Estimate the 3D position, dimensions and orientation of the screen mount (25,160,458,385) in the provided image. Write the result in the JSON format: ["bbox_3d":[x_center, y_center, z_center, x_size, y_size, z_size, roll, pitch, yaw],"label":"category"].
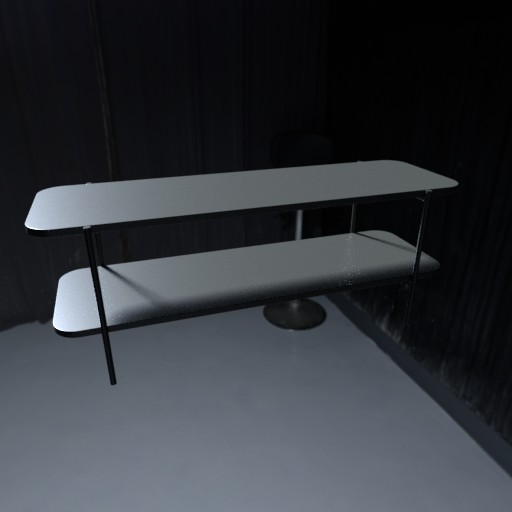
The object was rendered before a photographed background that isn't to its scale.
[{"bbox_3d":[0.000,0.000,1.388,1.200,0.447,0.400,-8,26,-17],"label":"screen mount"}]
